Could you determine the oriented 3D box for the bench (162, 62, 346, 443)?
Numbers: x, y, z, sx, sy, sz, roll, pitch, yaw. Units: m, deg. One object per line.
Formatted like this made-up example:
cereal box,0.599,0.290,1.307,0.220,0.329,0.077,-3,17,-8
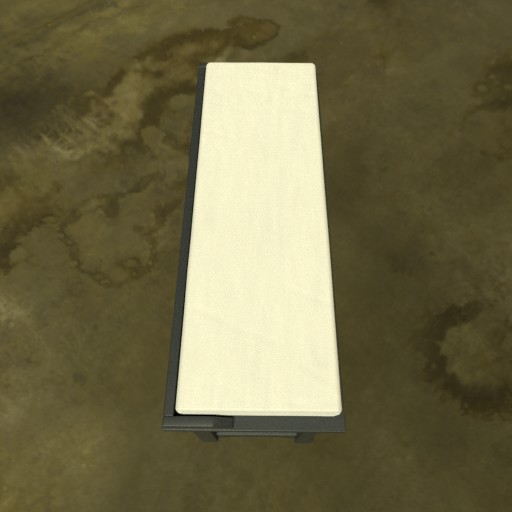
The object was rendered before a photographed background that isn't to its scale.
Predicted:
bench,0.000,0.000,1.251,0.345,0.561,0.973,0,62,0
